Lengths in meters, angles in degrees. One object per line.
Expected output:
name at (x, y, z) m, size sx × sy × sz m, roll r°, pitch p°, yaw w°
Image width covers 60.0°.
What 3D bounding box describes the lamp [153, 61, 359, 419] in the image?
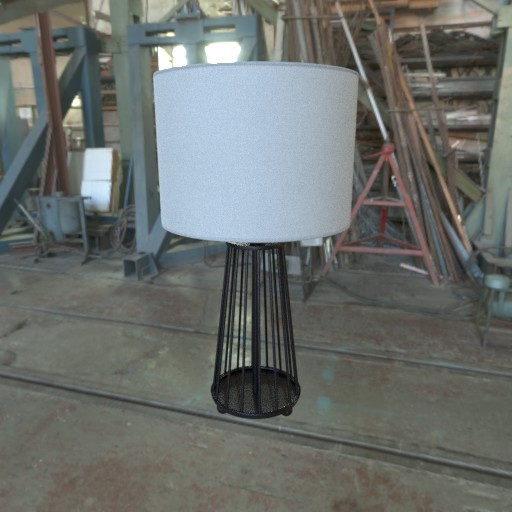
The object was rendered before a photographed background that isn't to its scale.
lamp at (0.000, 0.000, 0.788) m, size 0.322 × 0.593 × 0.322 m, roll -8°, pitch 17°, yaw -27°
